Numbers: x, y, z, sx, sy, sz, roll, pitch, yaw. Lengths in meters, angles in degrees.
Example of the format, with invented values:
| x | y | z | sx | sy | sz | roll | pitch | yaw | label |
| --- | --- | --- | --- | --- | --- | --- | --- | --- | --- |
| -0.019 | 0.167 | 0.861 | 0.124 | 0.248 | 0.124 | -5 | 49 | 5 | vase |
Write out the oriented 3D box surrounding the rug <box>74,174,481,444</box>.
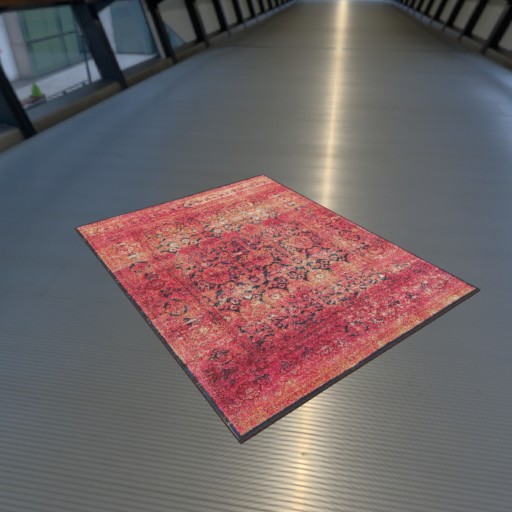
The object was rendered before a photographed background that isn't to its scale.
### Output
| x | y | z | sx | sy | sz | roll | pitch | yaw | label |
| --- | --- | --- | --- | --- | --- | --- | --- | --- | --- |
| 0.000 | 0.000 | 4.103 | 2.411 | 0.020 | 3.032 | -22 | 39 | -29 | rug |
